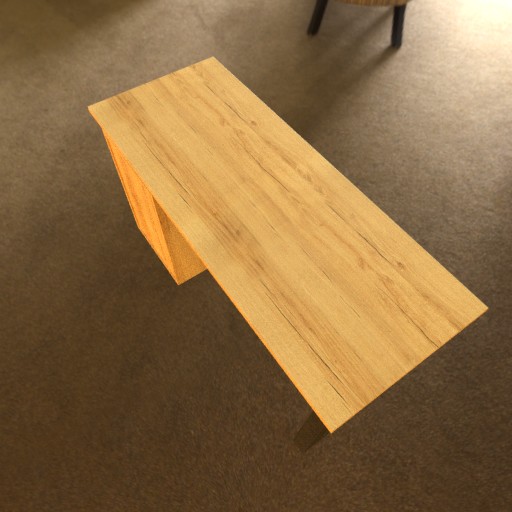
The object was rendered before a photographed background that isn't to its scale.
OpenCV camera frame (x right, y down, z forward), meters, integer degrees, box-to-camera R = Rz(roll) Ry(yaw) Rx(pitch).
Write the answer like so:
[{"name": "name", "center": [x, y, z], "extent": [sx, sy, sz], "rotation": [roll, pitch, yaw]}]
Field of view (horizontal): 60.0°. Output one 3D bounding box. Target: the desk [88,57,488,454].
[{"name": "desk", "center": [0.000, 0.000, 1.740], "extent": [0.550, 0.760, 1.400], "rotation": [-30, 62, -18]}]
